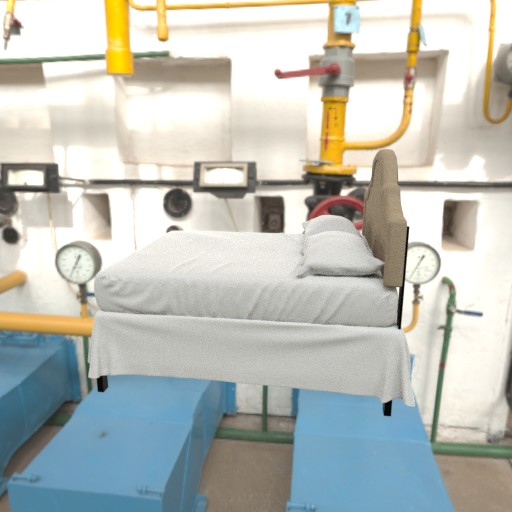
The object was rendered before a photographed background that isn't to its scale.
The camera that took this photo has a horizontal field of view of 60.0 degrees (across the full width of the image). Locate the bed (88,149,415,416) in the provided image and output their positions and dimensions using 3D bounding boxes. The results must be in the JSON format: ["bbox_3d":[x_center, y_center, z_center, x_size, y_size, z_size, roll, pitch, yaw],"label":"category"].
[{"bbox_3d":[0.000,0.000,3.479,2.222,1.634,1.780,2,14,8],"label":"bed"}]
